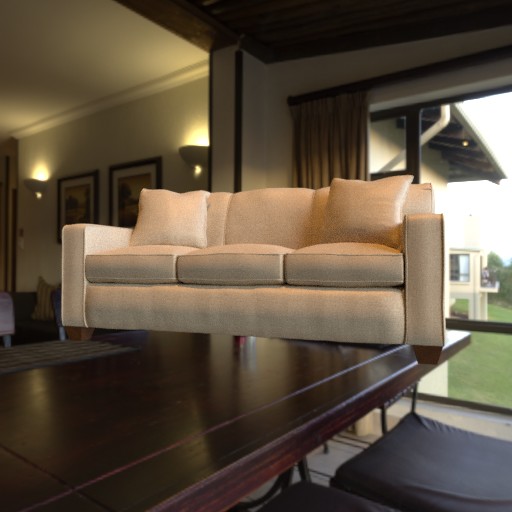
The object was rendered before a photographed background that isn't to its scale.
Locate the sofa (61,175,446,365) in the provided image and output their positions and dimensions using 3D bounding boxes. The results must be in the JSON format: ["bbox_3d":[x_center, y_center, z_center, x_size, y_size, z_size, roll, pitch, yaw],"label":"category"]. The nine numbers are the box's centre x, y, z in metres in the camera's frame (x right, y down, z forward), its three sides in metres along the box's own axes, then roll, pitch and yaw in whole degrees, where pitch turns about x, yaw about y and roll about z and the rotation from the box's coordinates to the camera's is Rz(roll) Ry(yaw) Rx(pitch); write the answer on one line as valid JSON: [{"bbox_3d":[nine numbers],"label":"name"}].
[{"bbox_3d":[0.000,0.000,2.620,2.024,0.958,0.997,0,-1,18],"label":"sofa"}]
